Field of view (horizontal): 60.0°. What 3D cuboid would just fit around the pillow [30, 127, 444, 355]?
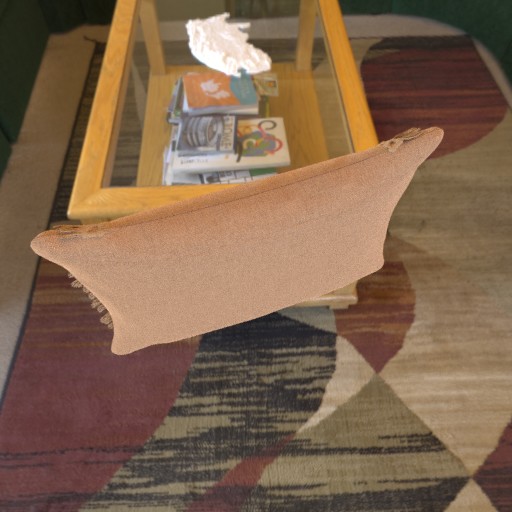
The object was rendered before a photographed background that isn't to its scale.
[{"bbox_3d":[0.000,0.000,0.592,0.466,0.305,0.084,-17,58,-11],"label":"pillow"}]
